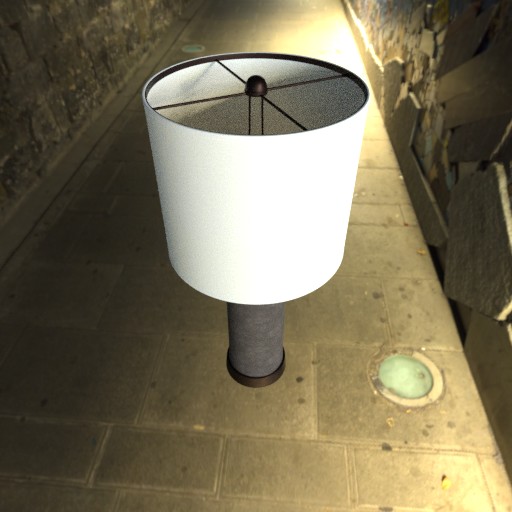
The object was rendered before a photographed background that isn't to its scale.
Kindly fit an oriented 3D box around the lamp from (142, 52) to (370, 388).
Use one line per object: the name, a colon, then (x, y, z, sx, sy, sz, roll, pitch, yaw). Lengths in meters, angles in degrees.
lamp: (0.000, 0.000, 0.791, 0.301, 0.630, 0.301, 13, 43, 15)
